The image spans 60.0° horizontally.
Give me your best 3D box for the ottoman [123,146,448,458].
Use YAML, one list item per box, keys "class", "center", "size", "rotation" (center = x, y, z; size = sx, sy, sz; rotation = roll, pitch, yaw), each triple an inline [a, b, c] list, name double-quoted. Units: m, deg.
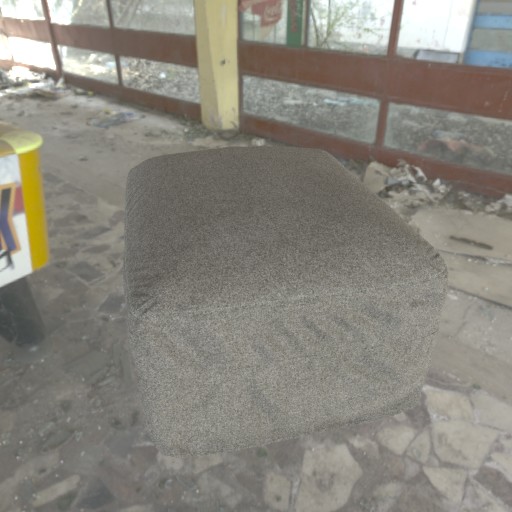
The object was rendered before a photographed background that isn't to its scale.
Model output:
- class: "ottoman"
  center: [0.000, 0.000, 1.232]
  size: [0.683, 0.481, 0.837]
  rotation: [-7, 32, -11]
